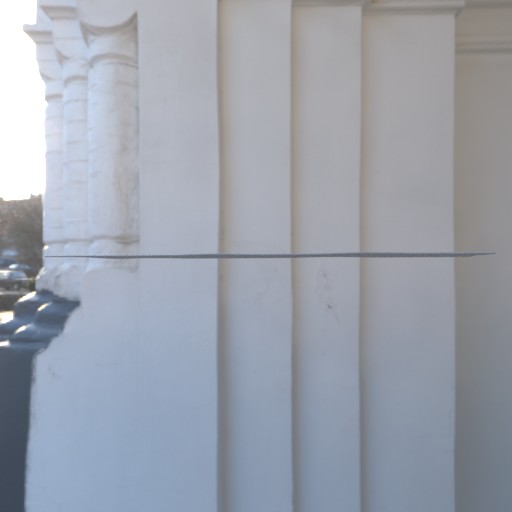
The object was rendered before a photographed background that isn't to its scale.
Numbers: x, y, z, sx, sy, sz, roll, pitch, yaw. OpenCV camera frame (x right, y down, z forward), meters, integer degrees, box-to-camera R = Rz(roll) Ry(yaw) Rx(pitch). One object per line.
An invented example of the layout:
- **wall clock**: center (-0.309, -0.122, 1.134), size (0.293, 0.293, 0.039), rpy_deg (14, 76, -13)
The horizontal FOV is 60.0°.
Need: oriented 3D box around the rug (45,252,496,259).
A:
- **rug**: center (0.000, 0.000, 2.665), size (2.439, 0.013, 0.762), rpy_deg (0, -1, 18)
